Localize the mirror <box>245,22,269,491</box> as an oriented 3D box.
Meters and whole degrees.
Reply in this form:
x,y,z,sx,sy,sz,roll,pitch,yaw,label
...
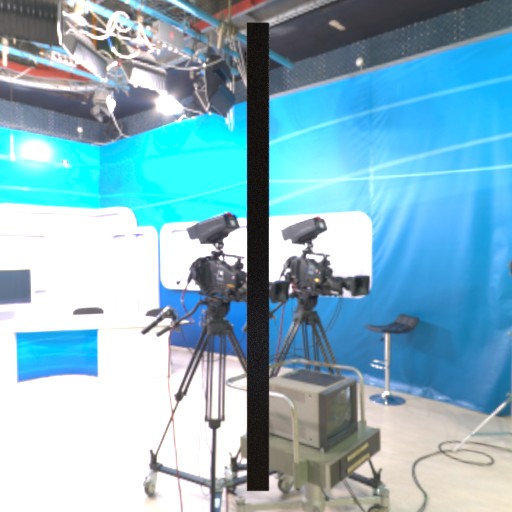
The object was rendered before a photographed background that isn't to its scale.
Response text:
x,y,z,sx,sy,sz,roll,pitch,yaw,label
0.000,0.000,0.924,0.039,0.710,0.507,0,1,0,mirror
